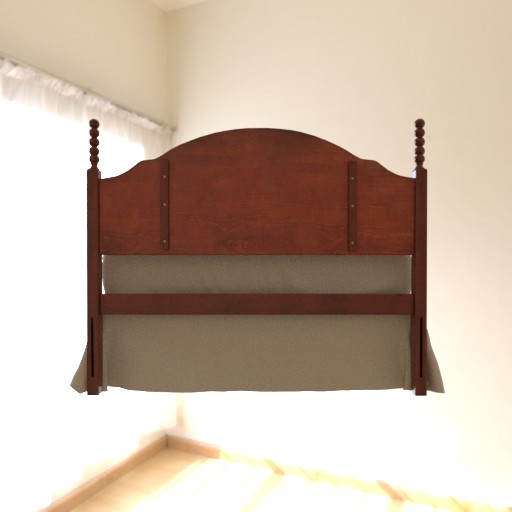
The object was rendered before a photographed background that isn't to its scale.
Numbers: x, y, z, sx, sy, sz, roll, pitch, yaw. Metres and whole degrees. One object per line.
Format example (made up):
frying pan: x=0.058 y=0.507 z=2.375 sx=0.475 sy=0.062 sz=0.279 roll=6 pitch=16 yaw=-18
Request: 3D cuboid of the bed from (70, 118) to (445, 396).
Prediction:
bed: x=0.000 y=0.000 z=3.161 sx=1.873 sy=1.356 sz=2.040 roll=0 pitch=0 yaw=0
